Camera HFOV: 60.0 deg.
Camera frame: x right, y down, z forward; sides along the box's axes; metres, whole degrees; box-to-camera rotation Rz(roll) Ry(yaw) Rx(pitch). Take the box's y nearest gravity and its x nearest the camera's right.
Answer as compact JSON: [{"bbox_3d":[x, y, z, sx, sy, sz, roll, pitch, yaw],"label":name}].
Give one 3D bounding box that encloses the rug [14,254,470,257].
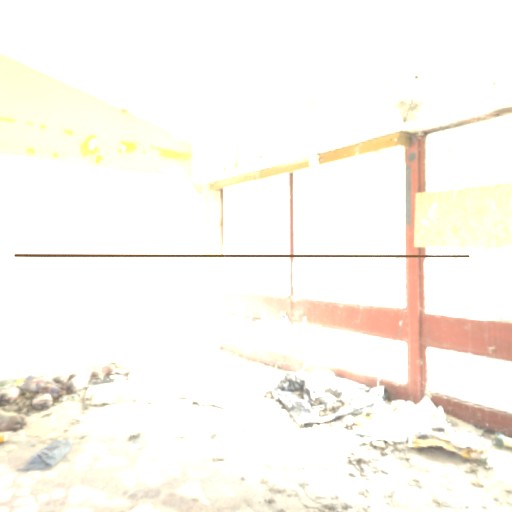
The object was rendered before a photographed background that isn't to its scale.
[{"bbox_3d":[0.000,0.000,2.647,2.439,0.017,0.764,0,0,-17],"label":"rug"}]
